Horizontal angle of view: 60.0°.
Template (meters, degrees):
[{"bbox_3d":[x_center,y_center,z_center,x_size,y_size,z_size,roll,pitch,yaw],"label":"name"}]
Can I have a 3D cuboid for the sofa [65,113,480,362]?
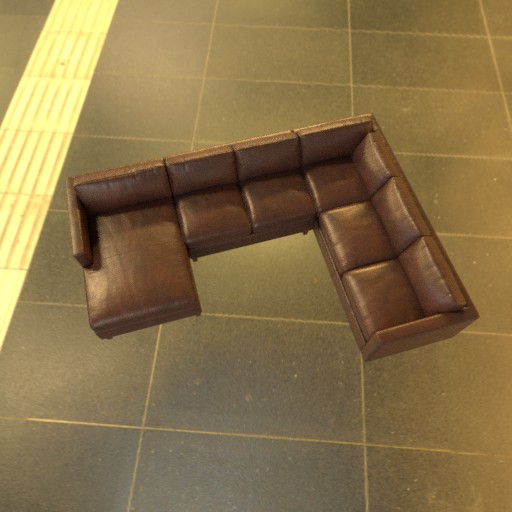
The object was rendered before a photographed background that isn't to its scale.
[{"bbox_3d":[0.000,0.000,4.385,3.324,0.891,2.452,-14,64,-7],"label":"sofa"}]
